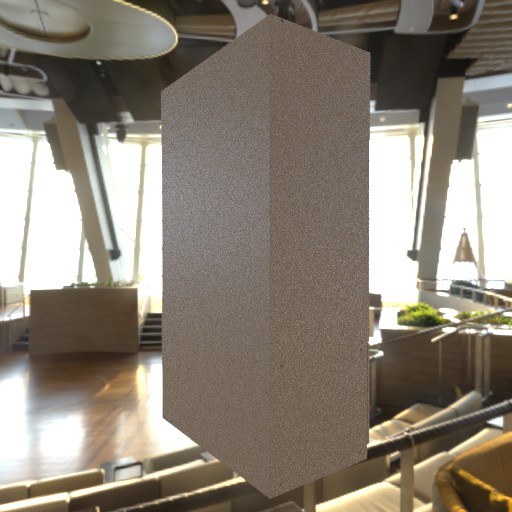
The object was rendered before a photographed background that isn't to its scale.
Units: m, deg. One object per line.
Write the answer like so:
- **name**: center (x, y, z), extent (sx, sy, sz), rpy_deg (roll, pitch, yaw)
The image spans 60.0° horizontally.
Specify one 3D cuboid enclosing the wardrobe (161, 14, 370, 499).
- **wardrobe**: center (0.000, 0.000, 2.221), extent (0.577, 1.808, 0.991), rpy_deg (-1, 1, -36)
